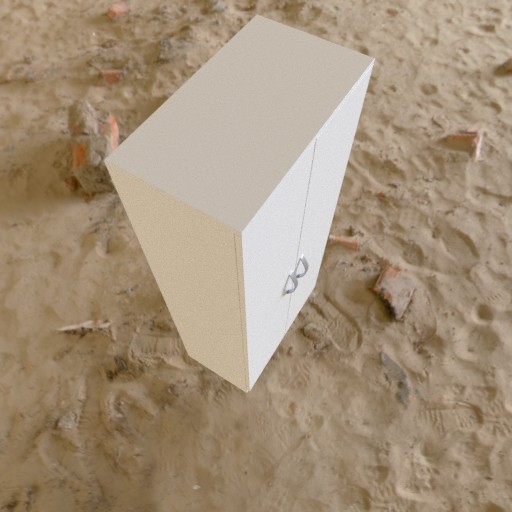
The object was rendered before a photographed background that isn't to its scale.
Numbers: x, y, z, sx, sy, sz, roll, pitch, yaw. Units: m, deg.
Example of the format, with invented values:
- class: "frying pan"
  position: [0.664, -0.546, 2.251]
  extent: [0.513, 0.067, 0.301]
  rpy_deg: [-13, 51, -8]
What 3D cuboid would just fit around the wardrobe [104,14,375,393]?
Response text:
- class: "wardrobe"
  position: [0.000, 0.000, 2.001]
  extent: [0.470, 1.700, 0.760]
  rpy_deg: [29, 64, 15]
